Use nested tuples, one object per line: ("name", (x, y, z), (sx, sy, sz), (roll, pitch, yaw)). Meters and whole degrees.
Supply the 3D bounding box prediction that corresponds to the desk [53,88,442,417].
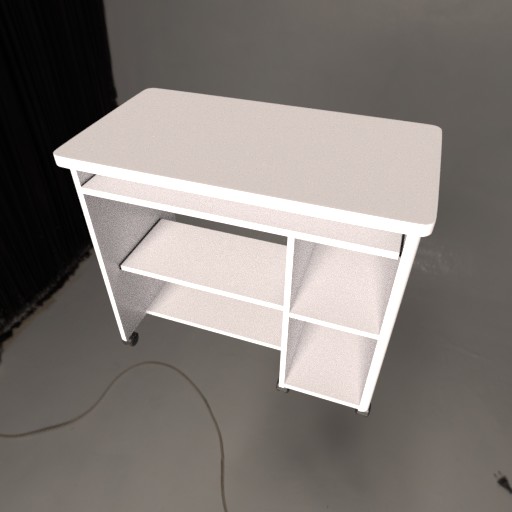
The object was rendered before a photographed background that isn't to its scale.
("desk", (0.000, 0.000, 1.352), (0.877, 0.763, 0.475), (13, 42, 14))
